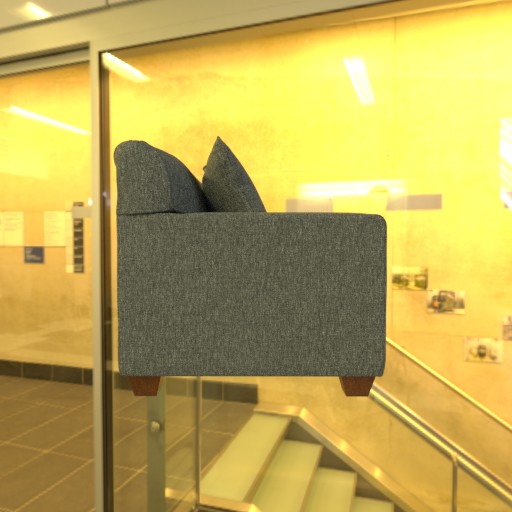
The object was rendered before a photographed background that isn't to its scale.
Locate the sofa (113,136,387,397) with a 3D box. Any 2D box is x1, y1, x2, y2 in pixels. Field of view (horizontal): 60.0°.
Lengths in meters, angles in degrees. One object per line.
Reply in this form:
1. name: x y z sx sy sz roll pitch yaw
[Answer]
1. sofa: 0.000 0.000 2.458 0.998 0.958 1.846 0 2 0
